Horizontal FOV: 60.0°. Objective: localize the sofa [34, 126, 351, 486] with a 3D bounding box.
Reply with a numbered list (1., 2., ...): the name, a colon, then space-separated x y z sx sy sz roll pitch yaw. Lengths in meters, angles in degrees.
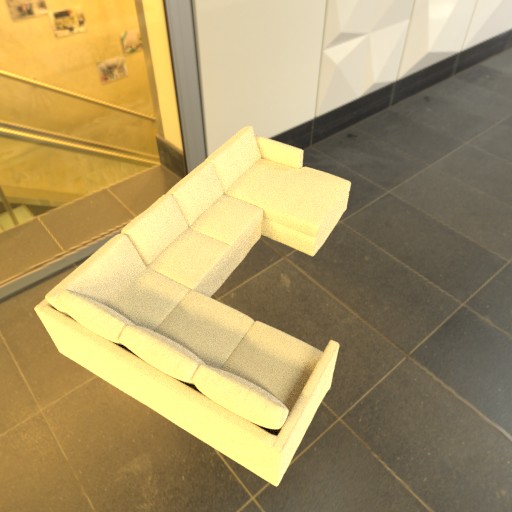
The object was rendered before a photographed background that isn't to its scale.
1. sofa: 0.000 0.000 4.598 2.427 0.882 3.460 23 50 21
